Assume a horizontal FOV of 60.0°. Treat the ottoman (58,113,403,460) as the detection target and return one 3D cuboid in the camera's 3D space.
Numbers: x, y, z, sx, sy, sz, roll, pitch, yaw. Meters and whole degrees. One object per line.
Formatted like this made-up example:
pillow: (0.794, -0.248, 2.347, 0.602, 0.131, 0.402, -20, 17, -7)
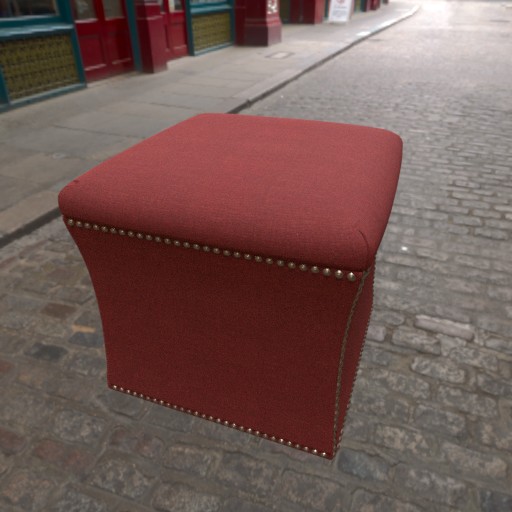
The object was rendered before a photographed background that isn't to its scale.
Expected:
ottoman: (0.000, 0.000, 0.901, 0.497, 0.475, 0.507, 11, 33, 18)
